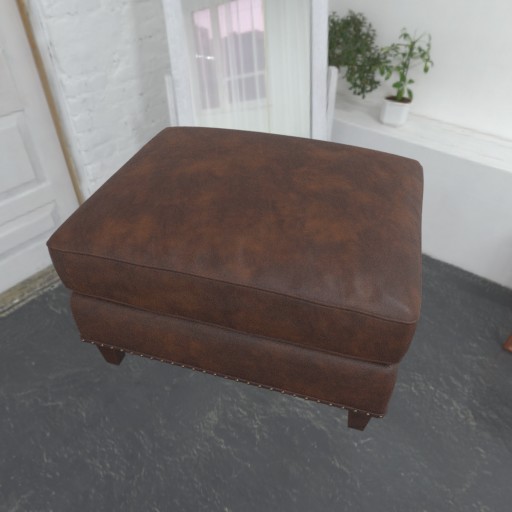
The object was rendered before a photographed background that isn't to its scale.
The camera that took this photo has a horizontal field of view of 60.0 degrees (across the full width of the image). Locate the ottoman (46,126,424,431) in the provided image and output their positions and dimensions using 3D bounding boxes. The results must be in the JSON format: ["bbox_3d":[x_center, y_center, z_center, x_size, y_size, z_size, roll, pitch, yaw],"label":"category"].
[{"bbox_3d":[0.000,0.000,1.128,0.742,0.486,0.586,11,42,13],"label":"ottoman"}]
